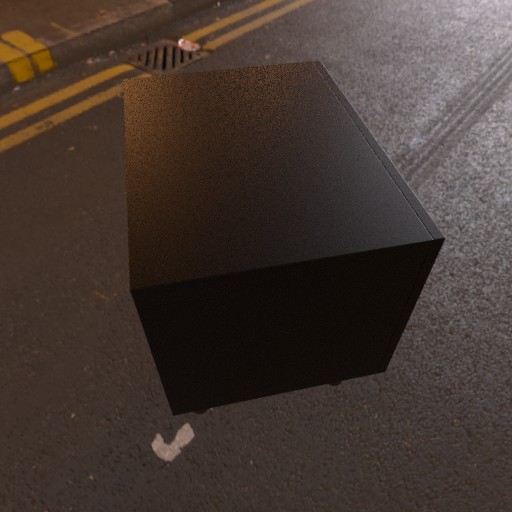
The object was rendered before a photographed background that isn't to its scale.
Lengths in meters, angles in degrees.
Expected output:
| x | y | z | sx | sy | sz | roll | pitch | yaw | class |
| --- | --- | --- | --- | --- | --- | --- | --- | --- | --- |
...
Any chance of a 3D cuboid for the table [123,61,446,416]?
| x | y | z | sx | sy | sz | roll | pitch | yaw | class |
| --- | --- | --- | --- | --- | --- | --- | --- | --- | --- |
| 0.000 | 0.000 | 0.980 | 0.441 | 0.584 | 0.564 | -9 | 48 | -8 | table |
